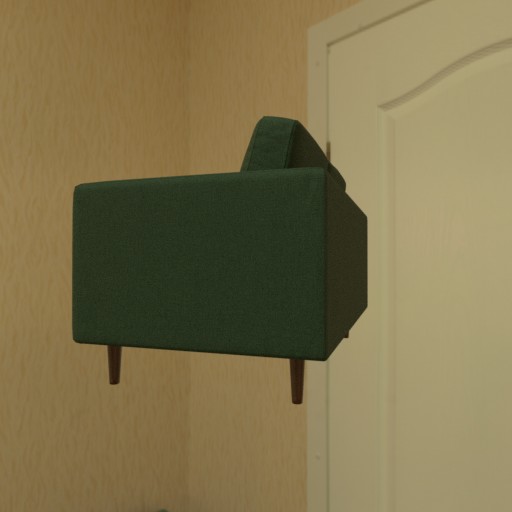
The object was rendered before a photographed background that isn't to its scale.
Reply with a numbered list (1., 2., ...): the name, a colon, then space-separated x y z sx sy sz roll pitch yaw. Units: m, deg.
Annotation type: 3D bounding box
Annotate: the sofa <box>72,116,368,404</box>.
1. sofa: 0.000 0.000 2.013 0.879 0.899 1.430 0 0 19
